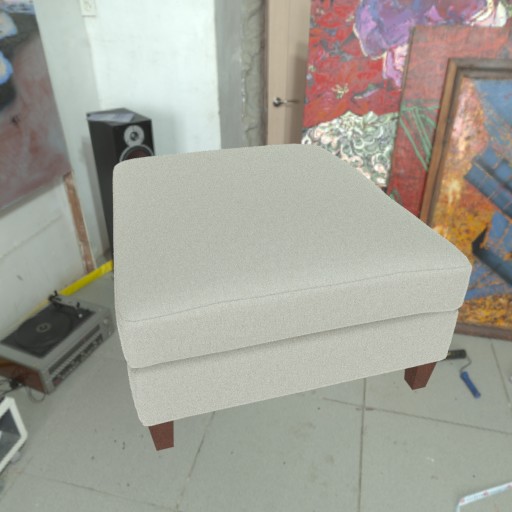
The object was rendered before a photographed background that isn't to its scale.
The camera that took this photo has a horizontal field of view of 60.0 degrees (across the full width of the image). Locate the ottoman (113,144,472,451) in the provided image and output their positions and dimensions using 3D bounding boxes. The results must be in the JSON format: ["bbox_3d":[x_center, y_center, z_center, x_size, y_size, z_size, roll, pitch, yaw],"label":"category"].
[{"bbox_3d":[0.000,0.000,1.436,0.836,0.492,0.976,-8,32,-13],"label":"ottoman"}]
